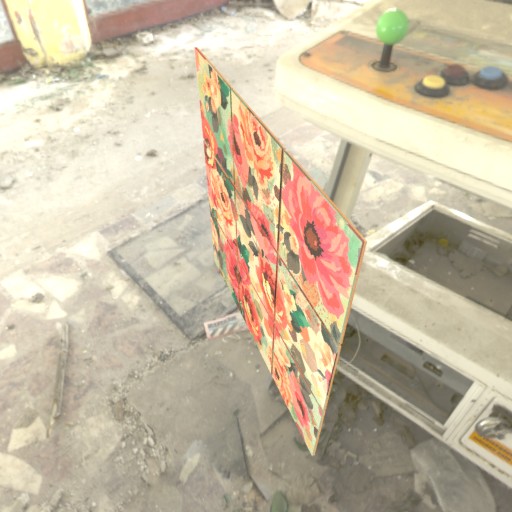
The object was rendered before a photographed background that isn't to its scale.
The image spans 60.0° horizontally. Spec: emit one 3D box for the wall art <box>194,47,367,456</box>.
[{"bbox_3d":[0.000,0.000,1.794,0.013,1.220,1.216,-17,48,-16],"label":"wall art"}]
